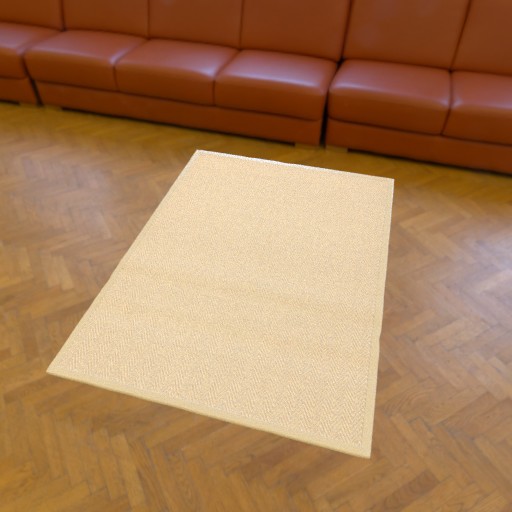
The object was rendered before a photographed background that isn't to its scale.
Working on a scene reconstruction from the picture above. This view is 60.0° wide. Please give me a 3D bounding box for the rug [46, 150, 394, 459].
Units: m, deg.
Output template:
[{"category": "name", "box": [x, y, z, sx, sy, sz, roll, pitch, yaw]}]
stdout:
[{"category": "rug", "box": [0.000, 0.000, 4.764, 2.734, 0.037, 3.659, 11, 46, 11]}]
